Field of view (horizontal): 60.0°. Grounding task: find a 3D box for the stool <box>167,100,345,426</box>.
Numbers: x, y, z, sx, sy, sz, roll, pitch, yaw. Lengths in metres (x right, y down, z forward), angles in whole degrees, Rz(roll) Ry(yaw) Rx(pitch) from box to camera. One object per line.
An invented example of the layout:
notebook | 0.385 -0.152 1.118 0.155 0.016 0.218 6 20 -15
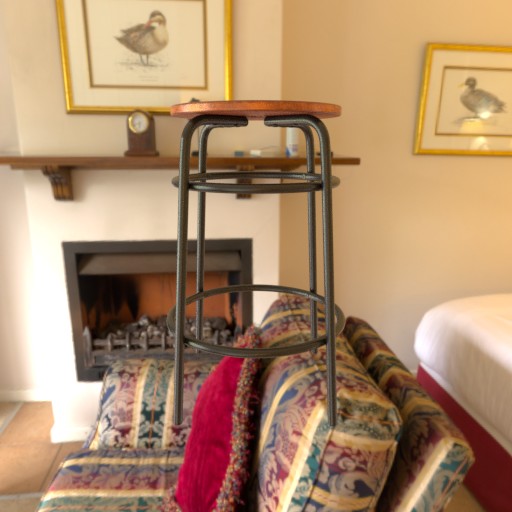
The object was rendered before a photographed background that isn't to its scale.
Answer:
stool | 0.000 0.000 0.958 0.455 0.610 0.455 -14 20 -43
